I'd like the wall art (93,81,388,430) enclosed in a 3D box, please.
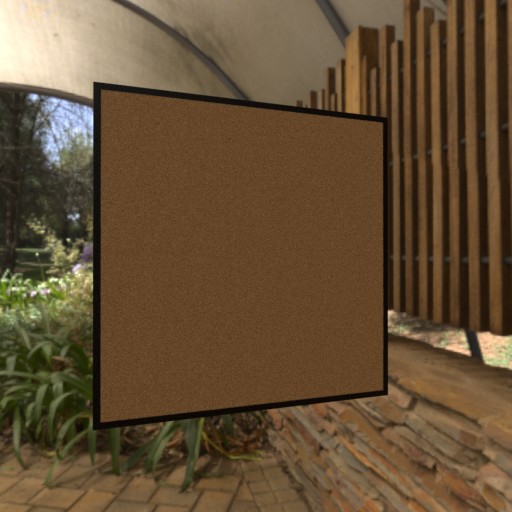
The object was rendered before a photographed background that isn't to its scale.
[{"bbox_3d":[0.000,0.000,0.662,0.457,0.458,0.012,0,0,-19],"label":"wall art"}]
